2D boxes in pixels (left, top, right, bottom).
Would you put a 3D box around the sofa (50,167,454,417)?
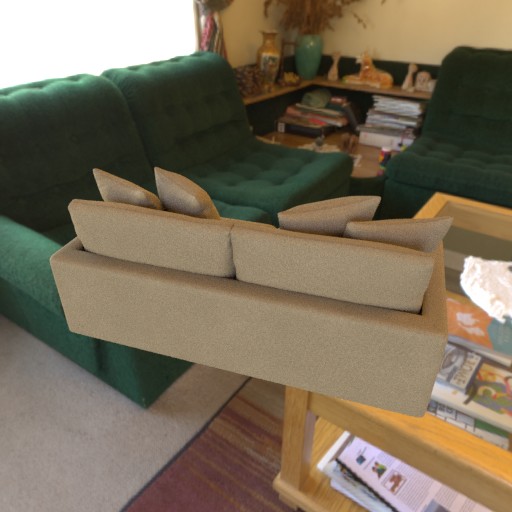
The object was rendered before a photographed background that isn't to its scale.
[{"bbox_3d":[0.000,0.000,3.011,2.380,1.084,1.228,10,33,15],"label":"sofa"}]
